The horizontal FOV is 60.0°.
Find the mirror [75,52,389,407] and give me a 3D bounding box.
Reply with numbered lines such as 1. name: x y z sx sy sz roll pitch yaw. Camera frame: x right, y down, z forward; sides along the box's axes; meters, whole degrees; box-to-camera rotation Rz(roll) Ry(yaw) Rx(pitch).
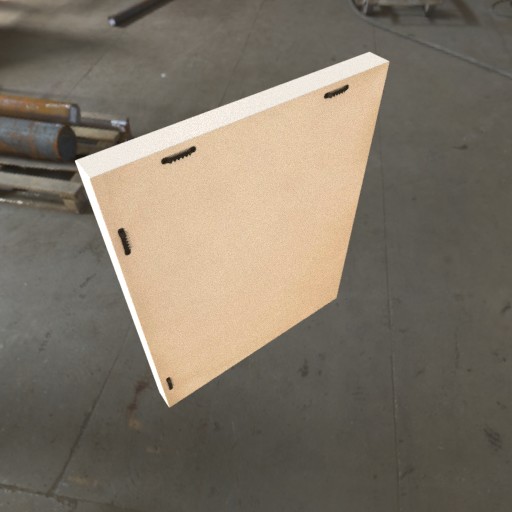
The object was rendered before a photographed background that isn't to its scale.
1. mirror: 0.000 0.000 0.686 0.405 0.508 0.041 -29 54 -24
